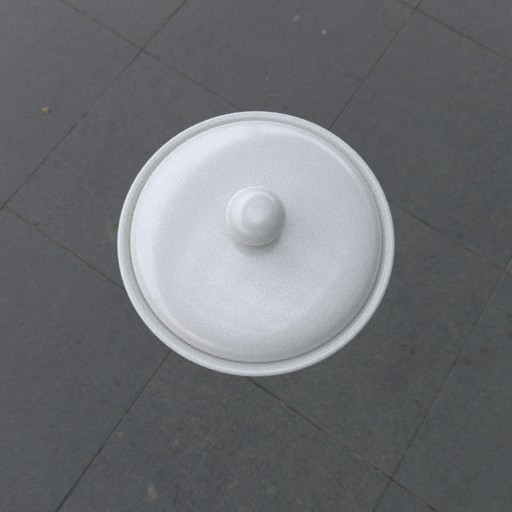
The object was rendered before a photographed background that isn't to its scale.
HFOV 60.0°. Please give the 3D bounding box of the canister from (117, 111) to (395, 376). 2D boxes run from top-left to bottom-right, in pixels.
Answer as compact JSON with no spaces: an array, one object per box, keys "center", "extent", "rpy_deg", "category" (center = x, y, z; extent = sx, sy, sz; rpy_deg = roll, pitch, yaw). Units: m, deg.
[{"center":[0.000,0.000,0.347],"extent":[0.182,0.208,0.182],"rpy_deg":[0,75,0],"category":"canister"}]
